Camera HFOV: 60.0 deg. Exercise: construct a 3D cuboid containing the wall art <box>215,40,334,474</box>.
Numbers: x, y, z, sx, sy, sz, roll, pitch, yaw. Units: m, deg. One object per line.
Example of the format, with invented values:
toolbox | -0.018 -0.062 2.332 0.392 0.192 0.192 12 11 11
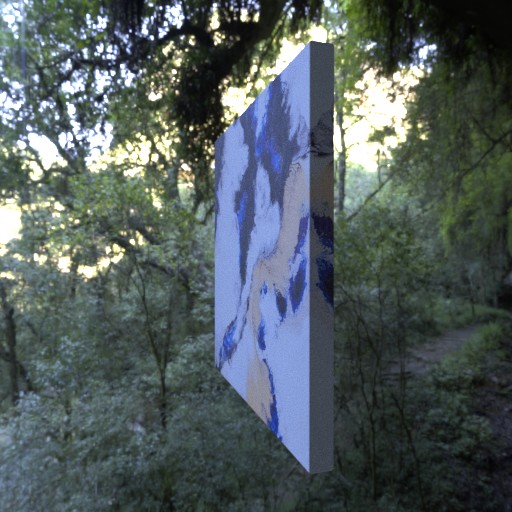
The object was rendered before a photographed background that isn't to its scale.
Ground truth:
wall art | 0.000 0.000 0.914 0.039 0.609 0.609 0 1 -18
